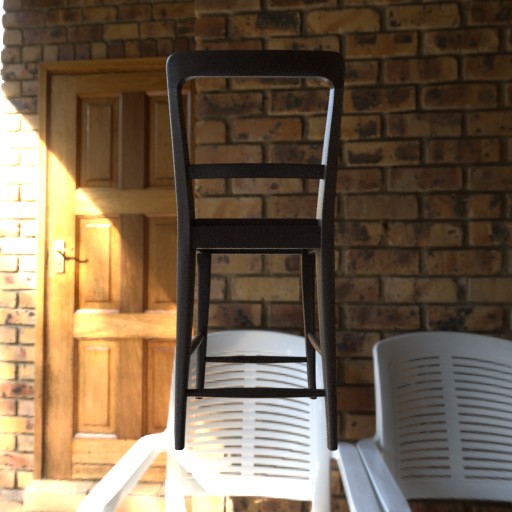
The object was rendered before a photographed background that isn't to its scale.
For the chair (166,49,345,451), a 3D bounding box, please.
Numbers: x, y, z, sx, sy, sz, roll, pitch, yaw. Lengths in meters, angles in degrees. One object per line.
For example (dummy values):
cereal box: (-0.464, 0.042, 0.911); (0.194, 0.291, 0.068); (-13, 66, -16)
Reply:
chair: (0.000, 0.000, 1.317); (0.450, 0.991, 0.546); (0, -2, 0)
